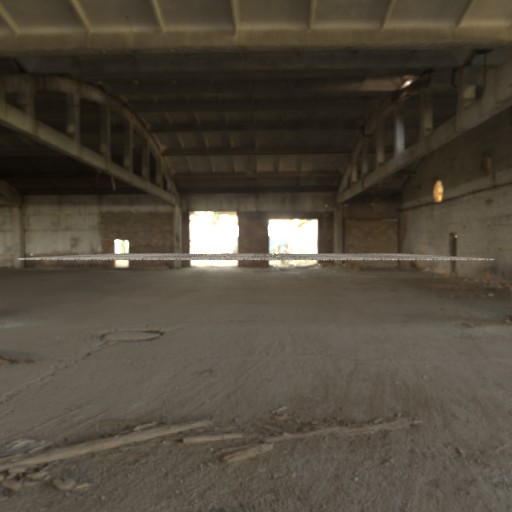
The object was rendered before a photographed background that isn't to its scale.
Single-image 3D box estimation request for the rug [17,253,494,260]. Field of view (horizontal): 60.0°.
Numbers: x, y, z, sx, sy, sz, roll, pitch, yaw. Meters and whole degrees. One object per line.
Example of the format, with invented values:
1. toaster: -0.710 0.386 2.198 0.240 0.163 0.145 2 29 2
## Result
1. rug: 0.000 0.000 3.043 2.464 0.010 1.549 0 1 1
